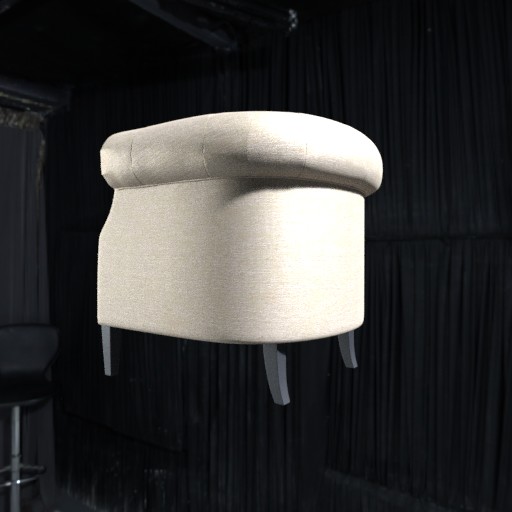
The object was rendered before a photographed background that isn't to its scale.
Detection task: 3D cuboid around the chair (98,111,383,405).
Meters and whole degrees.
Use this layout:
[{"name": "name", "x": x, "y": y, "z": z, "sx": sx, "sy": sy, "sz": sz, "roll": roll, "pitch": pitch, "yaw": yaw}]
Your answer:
[{"name": "chair", "x": 0.000, "y": 0.000, "z": 1.606, "sx": 0.852, "sy": 0.827, "sz": 0.905, "roll": 0, "pitch": 1, "yaw": 36}]
